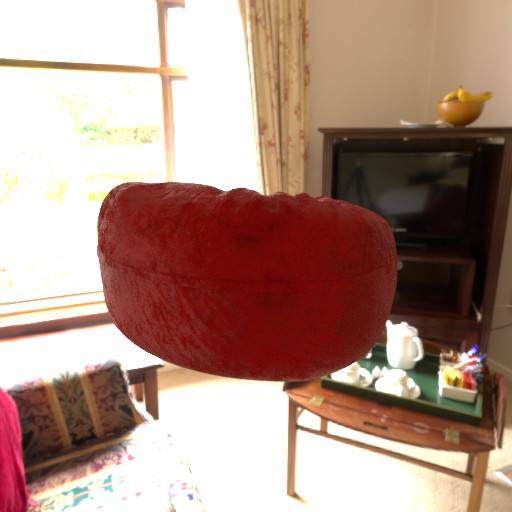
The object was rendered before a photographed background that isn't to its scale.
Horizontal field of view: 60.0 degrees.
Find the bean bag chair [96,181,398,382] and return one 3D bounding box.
[{"bbox_3d":[0.000,0.000,2.438,1.524,0.878,1.524,8,17,27],"label":"bean bag chair"}]
